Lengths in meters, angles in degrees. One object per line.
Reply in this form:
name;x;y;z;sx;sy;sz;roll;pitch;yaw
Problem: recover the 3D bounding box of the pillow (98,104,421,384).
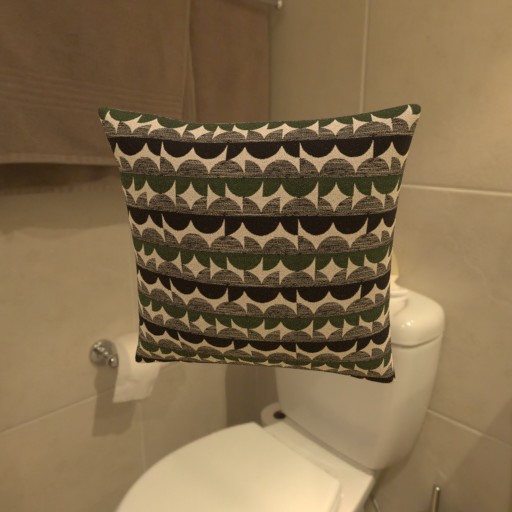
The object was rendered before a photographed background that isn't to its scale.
pillow;0.000;0.000;0.630;0.419;0.404;0.180;3;15;9
